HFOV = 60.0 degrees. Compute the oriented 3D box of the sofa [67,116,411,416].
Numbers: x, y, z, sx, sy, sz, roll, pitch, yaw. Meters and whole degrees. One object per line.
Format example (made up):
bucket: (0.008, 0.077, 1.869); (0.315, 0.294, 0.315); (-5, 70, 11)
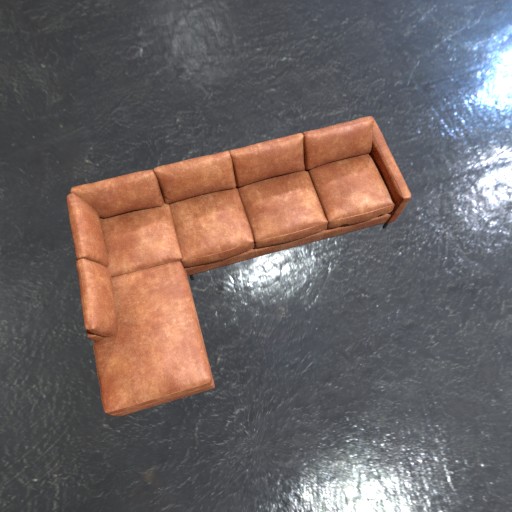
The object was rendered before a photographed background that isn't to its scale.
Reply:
sofa: (0.000, 0.000, 3.945); (2.984, 0.877, 1.938); (-15, 68, -6)
